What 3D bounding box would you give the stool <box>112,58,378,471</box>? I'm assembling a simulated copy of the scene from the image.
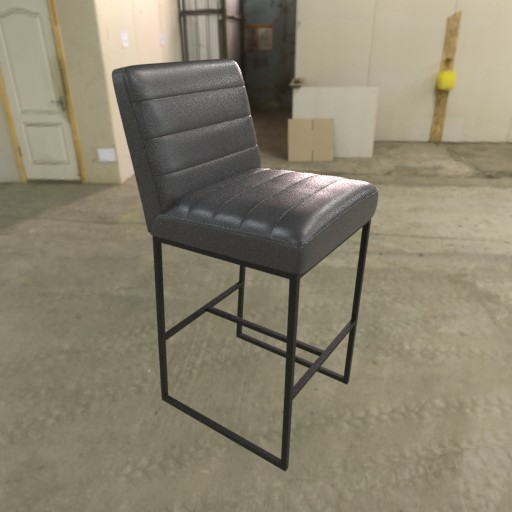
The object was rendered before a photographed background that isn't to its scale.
[{"bbox_3d":[0.000,0.000,1.305,0.552,1.040,0.457,17,31,30],"label":"stool"}]
